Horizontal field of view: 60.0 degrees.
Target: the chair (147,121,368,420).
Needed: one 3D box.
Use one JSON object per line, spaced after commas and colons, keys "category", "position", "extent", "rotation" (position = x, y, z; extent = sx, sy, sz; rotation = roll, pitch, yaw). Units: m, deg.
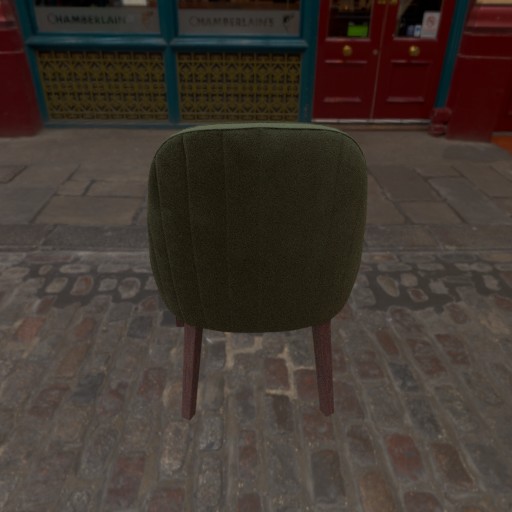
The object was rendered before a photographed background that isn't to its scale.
{"category": "chair", "position": [0.000, 0.000, 1.303], "extent": [0.643, 0.889, 0.575], "rotation": [-1, 29, -2]}
